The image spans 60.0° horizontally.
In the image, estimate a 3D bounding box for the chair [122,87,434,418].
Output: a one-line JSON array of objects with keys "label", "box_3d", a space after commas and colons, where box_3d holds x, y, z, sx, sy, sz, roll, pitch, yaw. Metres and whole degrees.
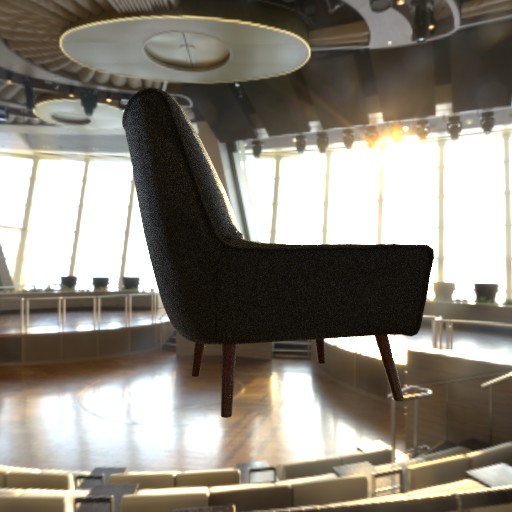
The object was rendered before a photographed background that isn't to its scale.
[{"label": "chair", "box_3d": [0.000, 0.000, 1.482, 0.859, 0.883, 0.763, 0, -1, -19]}]
